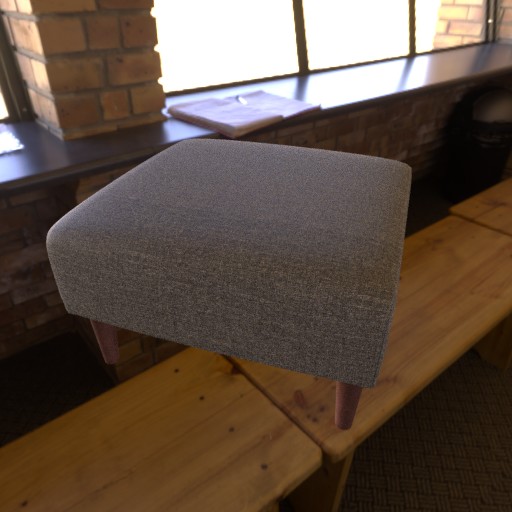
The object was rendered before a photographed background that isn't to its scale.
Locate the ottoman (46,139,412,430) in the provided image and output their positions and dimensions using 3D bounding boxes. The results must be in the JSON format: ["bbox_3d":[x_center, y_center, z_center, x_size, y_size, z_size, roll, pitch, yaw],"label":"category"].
[{"bbox_3d":[0.000,0.000,1.079,0.655,0.399,0.648,10,34,16],"label":"ottoman"}]
